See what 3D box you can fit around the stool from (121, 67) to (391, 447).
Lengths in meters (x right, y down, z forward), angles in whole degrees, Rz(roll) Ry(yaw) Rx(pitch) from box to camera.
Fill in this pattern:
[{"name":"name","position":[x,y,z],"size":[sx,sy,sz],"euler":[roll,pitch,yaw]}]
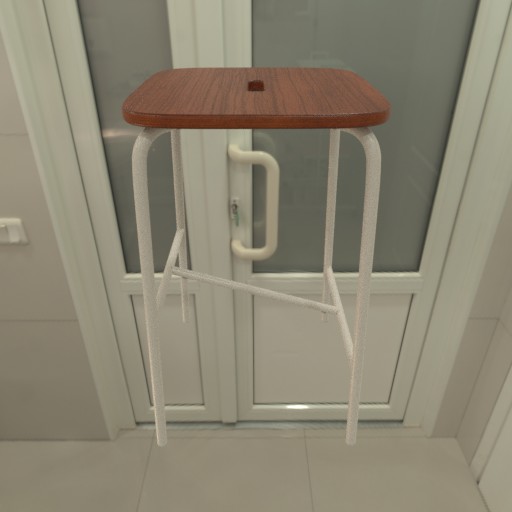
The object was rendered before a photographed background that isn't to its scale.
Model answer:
[{"name":"stool","position":[0.000,0.000,0.836],"size":[0.376,0.610,0.376],"euler":[0,31,0]}]
